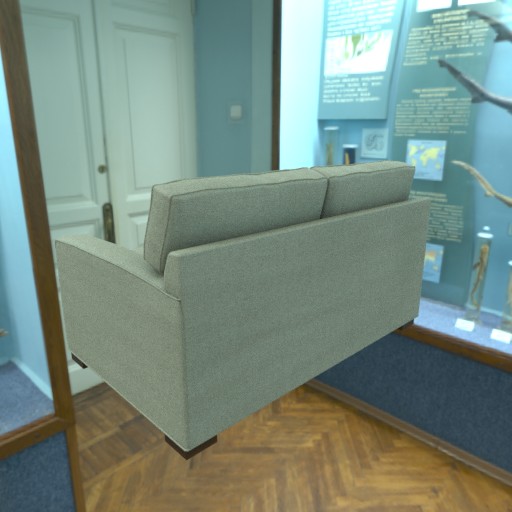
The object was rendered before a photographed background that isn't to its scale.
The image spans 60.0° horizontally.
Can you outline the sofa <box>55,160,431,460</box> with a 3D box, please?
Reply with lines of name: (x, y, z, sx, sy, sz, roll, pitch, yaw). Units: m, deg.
sofa: (0.000, 0.000, 2.061, 1.484, 0.853, 0.940, -15, 22, -42)
